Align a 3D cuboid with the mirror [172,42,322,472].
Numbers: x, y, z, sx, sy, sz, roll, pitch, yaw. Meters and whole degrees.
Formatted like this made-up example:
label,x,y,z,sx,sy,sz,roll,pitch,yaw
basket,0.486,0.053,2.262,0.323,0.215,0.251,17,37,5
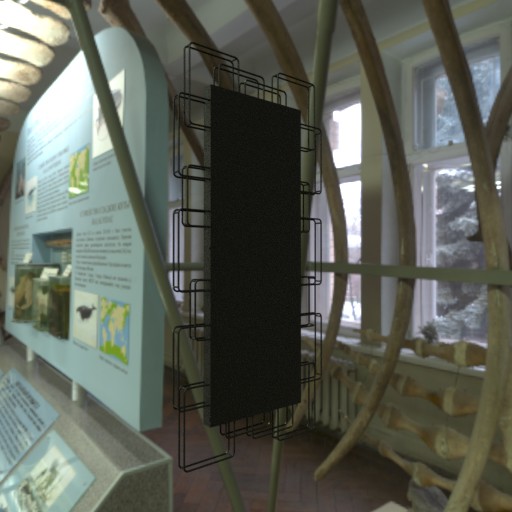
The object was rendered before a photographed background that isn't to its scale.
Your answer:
label,x,y,z,sx,sy,sz,roll,pitch,yaw
mirror,0.000,0.000,1.389,0.565,1.192,0.037,0,-1,-38
